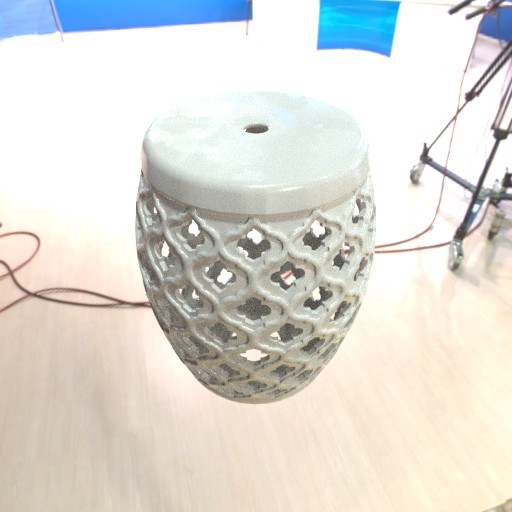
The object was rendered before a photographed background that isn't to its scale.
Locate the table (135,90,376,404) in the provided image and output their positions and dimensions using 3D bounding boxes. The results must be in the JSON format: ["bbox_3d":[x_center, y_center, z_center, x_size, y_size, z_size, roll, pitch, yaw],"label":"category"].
[{"bbox_3d":[0.000,0.000,0.639,0.325,0.388,0.325,0,40,0],"label":"table"}]
